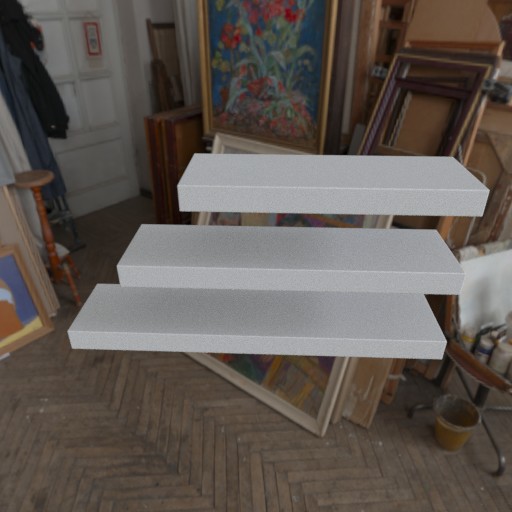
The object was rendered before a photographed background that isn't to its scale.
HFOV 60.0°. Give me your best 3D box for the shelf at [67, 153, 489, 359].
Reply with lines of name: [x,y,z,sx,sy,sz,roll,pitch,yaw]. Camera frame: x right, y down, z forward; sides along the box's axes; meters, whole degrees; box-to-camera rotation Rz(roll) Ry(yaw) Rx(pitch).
shelf: [0.000,0.000,0.716,0.610,0.293,0.140,1,30,2]
